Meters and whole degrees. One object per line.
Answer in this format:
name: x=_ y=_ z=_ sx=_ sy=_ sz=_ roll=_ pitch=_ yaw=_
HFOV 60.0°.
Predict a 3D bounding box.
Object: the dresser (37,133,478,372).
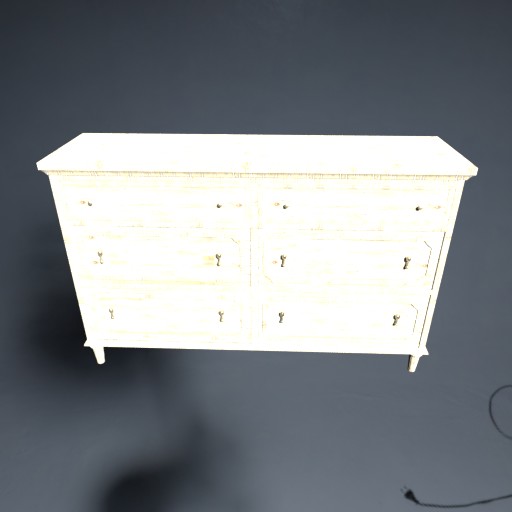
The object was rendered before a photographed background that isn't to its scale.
dresser: x=0.000 y=0.000 z=2.078 sx=1.626 sy=1.016 sz=0.457 roll=1 pitch=29 yaw=2
